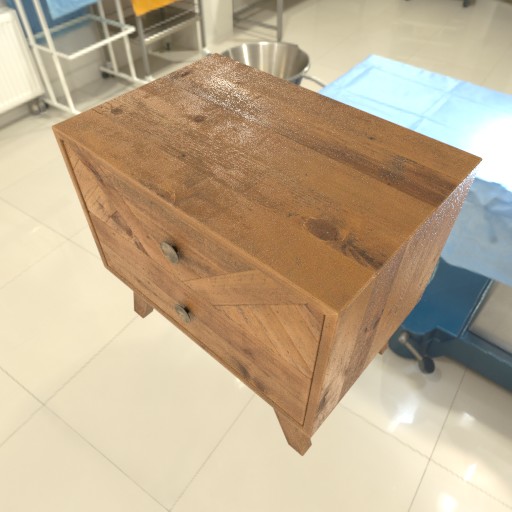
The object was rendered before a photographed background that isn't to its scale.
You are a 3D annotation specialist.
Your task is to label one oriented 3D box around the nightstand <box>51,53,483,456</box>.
[{"bbox_3d":[0.000,0.000,1.014,0.650,0.599,0.450,33,55,27],"label":"nightstand"}]
